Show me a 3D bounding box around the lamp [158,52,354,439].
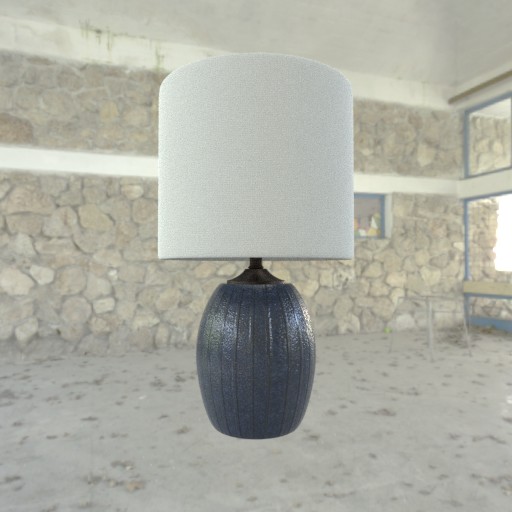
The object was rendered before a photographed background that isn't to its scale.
[{"bbox_3d":[0.000,0.000,0.761,0.329,0.570,0.329,1,-2,-19],"label":"lamp"}]
